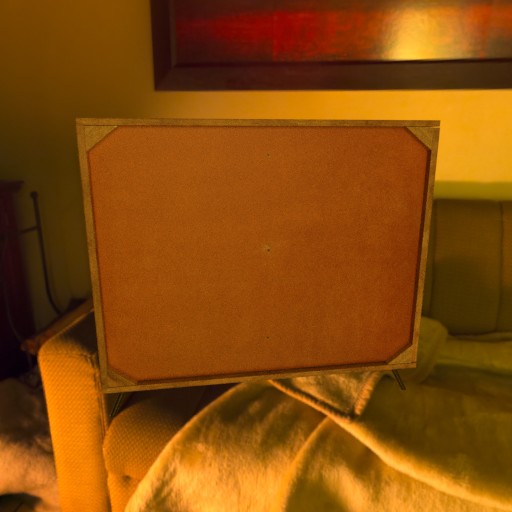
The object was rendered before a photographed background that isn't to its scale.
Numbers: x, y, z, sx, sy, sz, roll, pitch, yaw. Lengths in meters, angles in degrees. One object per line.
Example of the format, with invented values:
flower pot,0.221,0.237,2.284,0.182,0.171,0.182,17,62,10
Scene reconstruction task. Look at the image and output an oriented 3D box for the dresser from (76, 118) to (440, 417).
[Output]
dresser,0.000,0.000,1.465,0.967,0.847,0.446,-2,15,-9
